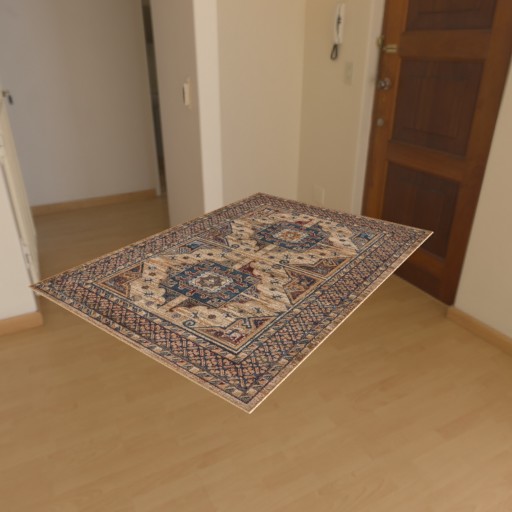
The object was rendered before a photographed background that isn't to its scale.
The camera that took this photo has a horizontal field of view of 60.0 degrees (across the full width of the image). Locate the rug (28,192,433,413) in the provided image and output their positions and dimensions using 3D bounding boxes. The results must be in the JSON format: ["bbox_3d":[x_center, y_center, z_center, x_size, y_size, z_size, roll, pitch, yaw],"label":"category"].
[{"bbox_3d":[0.000,0.000,2.912,1.611,0.008,2.227,18,31,33],"label":"rug"}]
